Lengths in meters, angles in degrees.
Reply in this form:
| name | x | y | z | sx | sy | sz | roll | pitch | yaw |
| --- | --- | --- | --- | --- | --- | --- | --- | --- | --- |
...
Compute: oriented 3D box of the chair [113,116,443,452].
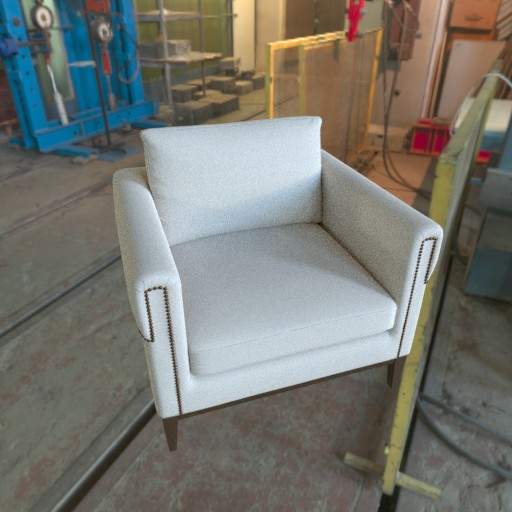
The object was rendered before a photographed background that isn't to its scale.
| name | x | y | z | sx | sy | sz | roll | pitch | yaw |
| --- | --- | --- | --- | --- | --- | --- | --- | --- | --- |
| chair | 0.000 | 0.000 | 1.719 | 0.982 | 0.915 | 0.896 | -10 | 32 | -16 |
